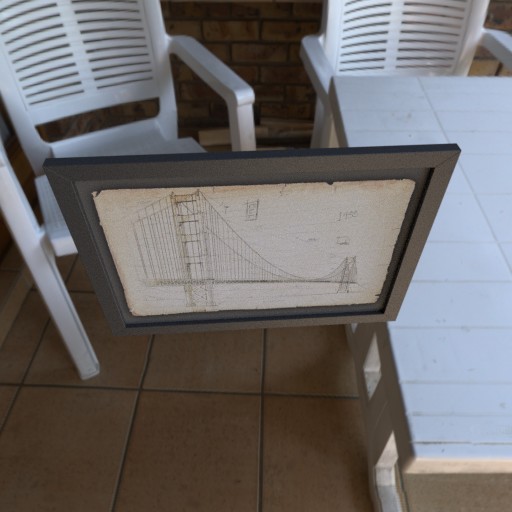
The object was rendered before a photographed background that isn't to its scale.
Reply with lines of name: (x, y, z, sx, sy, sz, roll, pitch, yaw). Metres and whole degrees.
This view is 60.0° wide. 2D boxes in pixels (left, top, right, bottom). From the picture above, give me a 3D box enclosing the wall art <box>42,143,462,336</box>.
wall art: (0.000, 0.000, 0.571, 0.432, 0.306, 0.016, -3, 46, -3)
